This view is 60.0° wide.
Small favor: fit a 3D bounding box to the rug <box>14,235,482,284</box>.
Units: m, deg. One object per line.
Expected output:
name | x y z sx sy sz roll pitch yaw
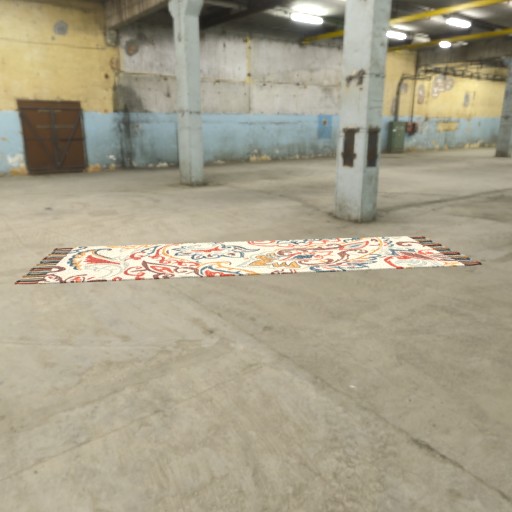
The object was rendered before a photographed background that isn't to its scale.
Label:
rug | 0.000 0.000 2.870 2.682 0.015 0.763 -2 16 -7
